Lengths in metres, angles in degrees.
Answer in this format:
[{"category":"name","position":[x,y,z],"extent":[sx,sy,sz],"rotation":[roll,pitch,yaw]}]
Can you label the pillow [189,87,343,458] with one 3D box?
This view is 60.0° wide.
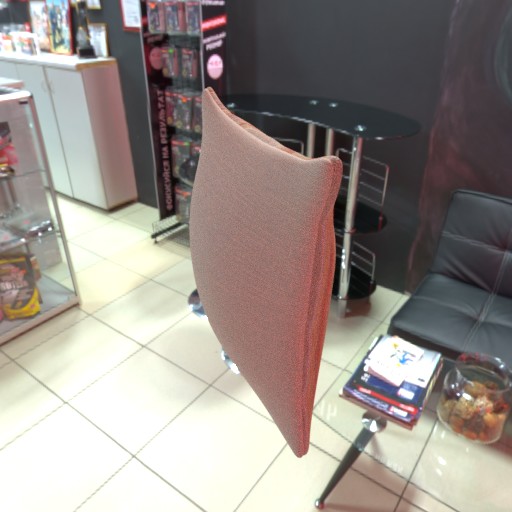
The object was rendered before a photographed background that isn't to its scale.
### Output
[{"category":"pillow","position":[0.000,0.000,0.701],"extent":[0.191,0.449,0.451],"rotation":[-11,32,-18]}]
